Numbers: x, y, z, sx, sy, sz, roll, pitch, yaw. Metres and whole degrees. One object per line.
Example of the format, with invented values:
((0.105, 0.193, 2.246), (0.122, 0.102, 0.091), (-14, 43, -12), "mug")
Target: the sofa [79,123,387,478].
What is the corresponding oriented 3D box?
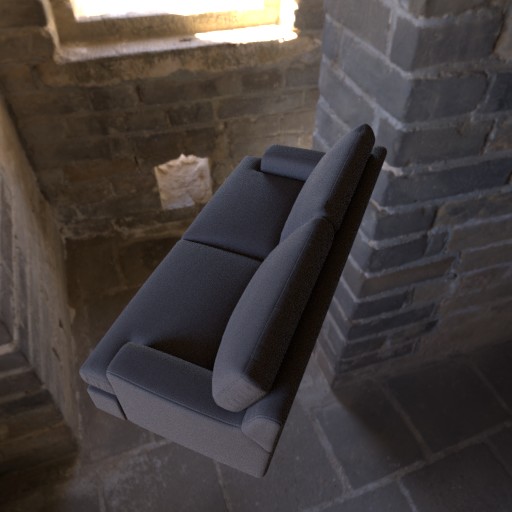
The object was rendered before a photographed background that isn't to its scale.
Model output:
((0.000, 0.000, 2.816), (1.140, 0.950, 2.271), (17, 48, 16), "sofa")
